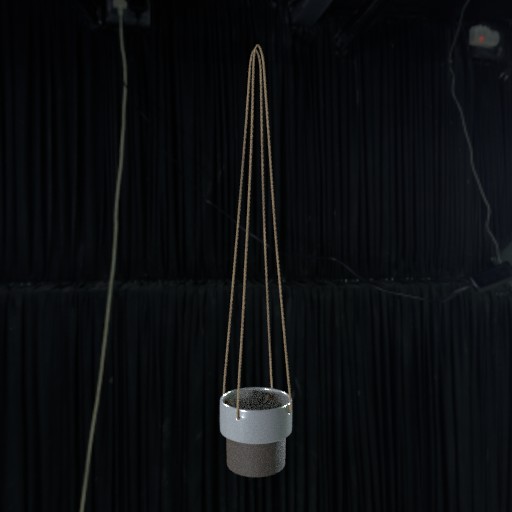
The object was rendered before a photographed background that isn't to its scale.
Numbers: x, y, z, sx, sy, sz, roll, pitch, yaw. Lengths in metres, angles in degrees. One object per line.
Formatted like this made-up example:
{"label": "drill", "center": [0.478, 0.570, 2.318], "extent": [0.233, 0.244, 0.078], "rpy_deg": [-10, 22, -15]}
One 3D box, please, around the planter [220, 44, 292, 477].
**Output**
{"label": "planter", "center": [0.000, 0.000, 1.146], "extent": [0.187, 1.073, 0.187], "rpy_deg": [0, 0, -18]}
